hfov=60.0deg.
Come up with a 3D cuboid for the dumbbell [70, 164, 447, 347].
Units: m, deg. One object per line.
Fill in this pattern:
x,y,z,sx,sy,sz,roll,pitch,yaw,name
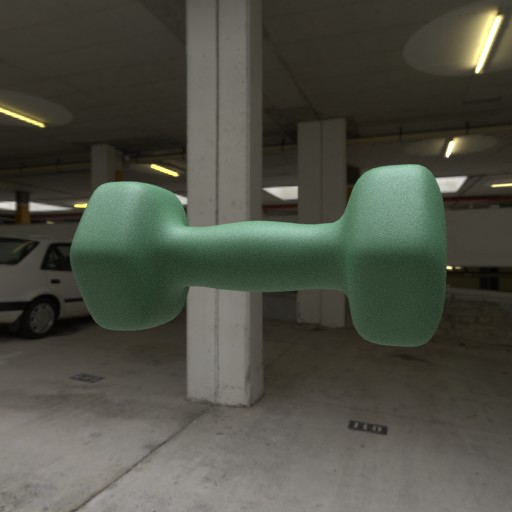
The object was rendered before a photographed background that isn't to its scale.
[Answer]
0.000,0.000,0.326,0.257,0.114,0.126,0,0,18,dumbbell
